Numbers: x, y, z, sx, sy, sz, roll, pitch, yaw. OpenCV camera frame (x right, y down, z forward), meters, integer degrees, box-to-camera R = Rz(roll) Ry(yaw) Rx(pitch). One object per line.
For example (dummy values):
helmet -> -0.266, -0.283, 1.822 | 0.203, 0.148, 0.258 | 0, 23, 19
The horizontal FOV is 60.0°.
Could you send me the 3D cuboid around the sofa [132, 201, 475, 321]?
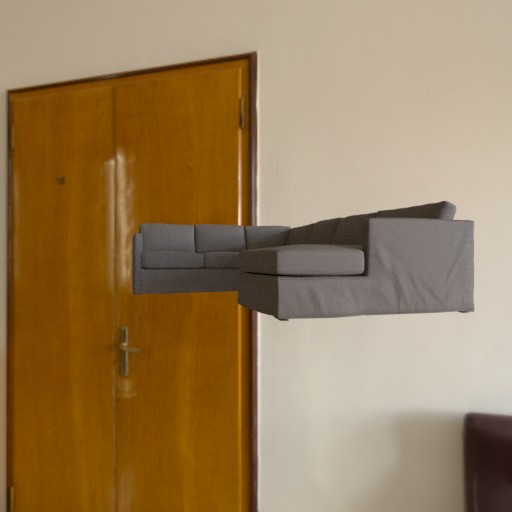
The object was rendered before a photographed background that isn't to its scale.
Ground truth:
sofa -> 0.000, 0.000, 4.614 | 2.427, 0.882, 3.460 | 0, 0, -17
